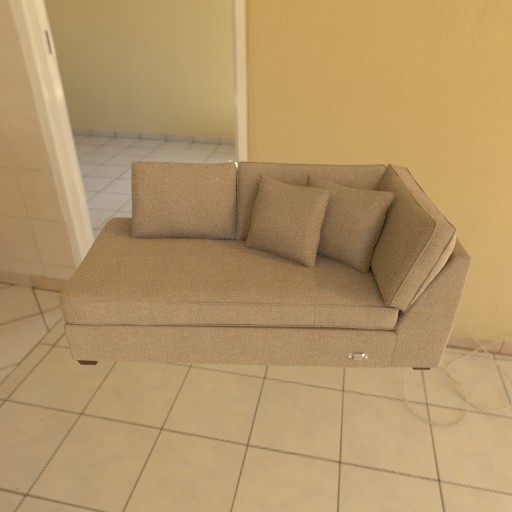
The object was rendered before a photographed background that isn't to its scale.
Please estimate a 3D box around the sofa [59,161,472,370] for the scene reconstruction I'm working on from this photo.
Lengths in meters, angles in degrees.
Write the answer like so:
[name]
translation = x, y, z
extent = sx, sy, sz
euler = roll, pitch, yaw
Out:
[sofa]
translation = 0.000, 0.000, 2.859
extent = 2.238, 1.019, 1.110
euler = 1, 31, 2
